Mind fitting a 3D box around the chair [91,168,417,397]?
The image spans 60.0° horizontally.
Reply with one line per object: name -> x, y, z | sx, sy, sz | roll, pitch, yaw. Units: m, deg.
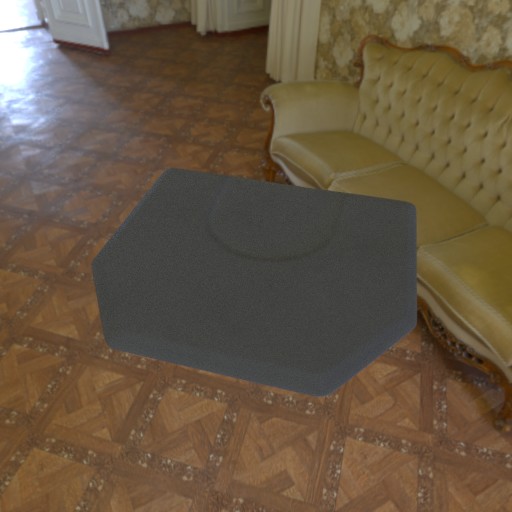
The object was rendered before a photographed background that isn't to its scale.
chair -> 0.000, 0.000, 1.954 | 1.372, 0.024, 1.219 | 10, 43, 11
